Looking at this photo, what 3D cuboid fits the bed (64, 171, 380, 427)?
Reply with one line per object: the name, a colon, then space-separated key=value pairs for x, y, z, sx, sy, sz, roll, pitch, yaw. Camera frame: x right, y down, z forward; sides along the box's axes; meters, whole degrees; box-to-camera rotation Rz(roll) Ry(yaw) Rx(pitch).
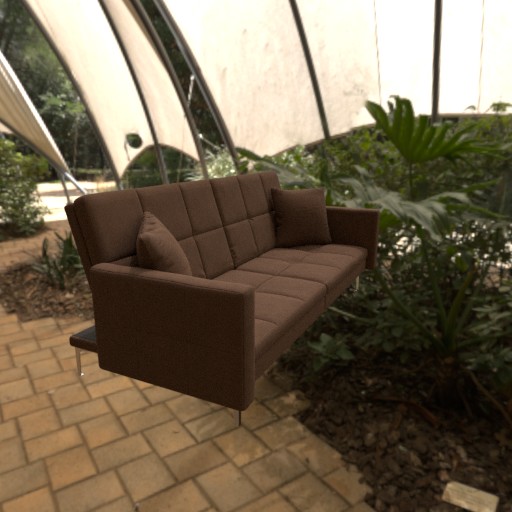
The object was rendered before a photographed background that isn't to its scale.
bed: x=0.000 y=0.000 z=2.348 sx=0.889 sy=0.787 sz=1.905 roll=7 pitch=16 yaw=26
